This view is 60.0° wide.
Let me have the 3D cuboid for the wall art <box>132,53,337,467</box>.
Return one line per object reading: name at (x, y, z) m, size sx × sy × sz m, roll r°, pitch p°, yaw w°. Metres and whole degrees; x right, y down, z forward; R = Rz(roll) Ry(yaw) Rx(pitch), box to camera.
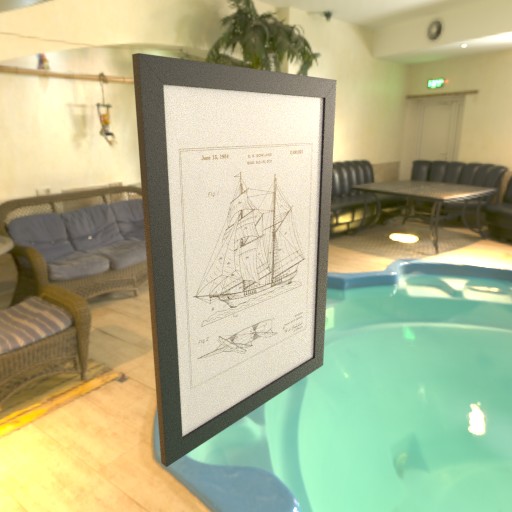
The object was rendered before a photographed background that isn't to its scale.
wall art at (0.000, 0.000, 0.684) m, size 0.013 × 0.534 × 0.381 m, roll 15°, pitch 22°, yaw 41°
